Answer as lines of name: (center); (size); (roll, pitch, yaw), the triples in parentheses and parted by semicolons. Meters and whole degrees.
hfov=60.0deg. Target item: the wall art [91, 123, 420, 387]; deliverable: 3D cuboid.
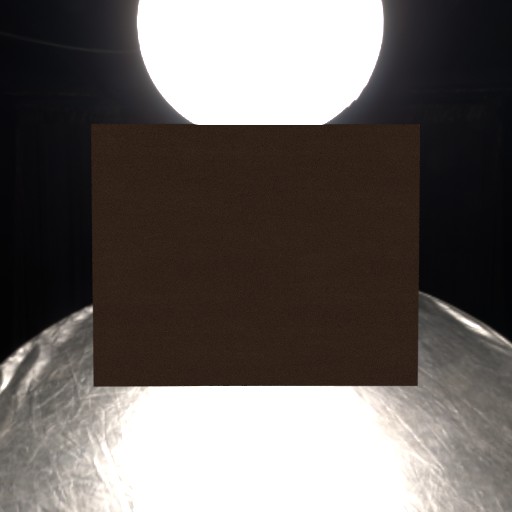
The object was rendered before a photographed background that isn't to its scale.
wall art: (0.000, 0.000, 0.695); (0.508, 0.408, 0.012); (0, 1, 0)
